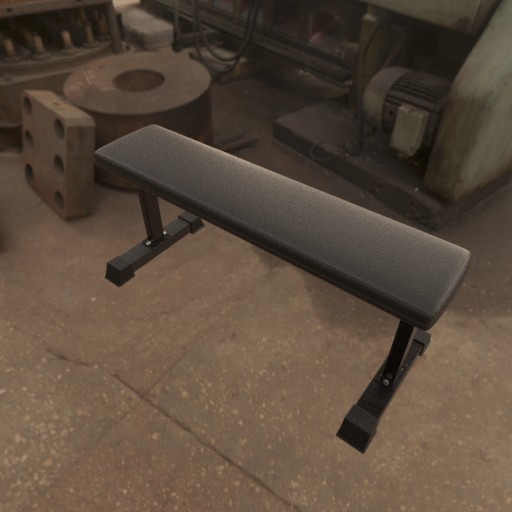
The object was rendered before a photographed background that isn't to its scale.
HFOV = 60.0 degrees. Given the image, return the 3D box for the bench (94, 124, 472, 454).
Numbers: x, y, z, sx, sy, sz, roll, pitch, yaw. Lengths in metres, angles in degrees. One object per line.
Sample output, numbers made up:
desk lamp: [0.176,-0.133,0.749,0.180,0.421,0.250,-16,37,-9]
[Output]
bench: [0.000,0.000,1.308,1.072,0.453,0.439,27,49,27]
